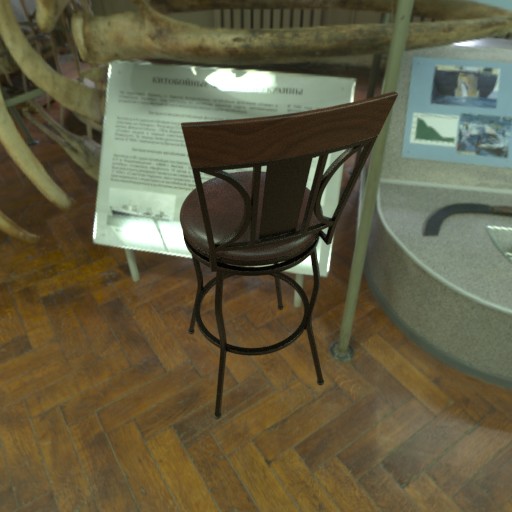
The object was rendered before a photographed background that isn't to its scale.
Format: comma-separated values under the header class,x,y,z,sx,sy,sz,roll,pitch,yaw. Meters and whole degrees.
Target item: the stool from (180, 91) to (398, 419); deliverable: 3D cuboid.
class,x,y,z,sx,sy,sz,roll,pitch,yaw
stool,0.000,0.000,1.380,0.448,1.130,0.513,-13,43,-15
